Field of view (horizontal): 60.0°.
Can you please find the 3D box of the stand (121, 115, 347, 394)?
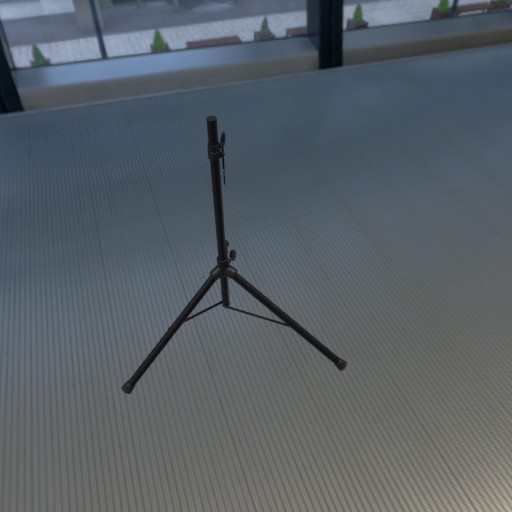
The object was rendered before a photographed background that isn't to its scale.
[{"bbox_3d":[0.000,0.000,1.779,0.907,1.136,1.045,18,48,17],"label":"stand"}]
